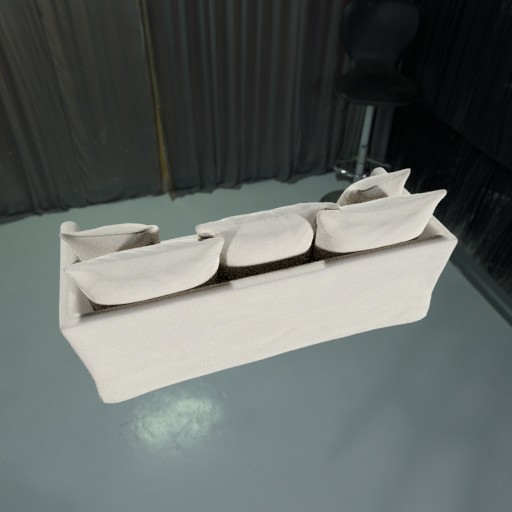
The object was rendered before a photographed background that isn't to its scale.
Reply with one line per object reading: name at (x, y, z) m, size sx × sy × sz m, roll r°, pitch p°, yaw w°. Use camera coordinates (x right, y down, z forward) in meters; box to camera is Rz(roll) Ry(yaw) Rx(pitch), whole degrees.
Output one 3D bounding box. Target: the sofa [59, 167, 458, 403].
sofa at (0.000, 0.000, 3.112) m, size 2.499 × 1.047 × 1.046 m, roll -12°, pitch 42°, yaw -14°
